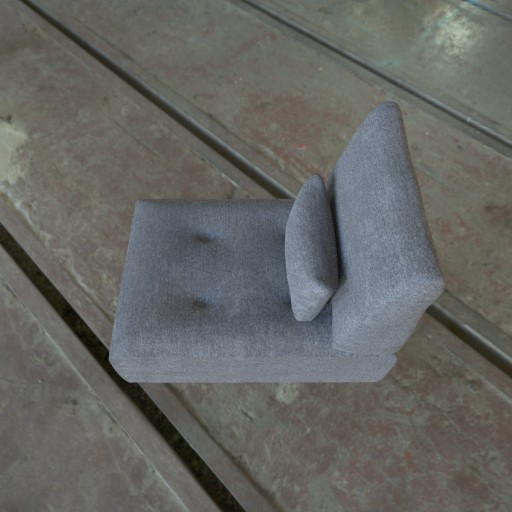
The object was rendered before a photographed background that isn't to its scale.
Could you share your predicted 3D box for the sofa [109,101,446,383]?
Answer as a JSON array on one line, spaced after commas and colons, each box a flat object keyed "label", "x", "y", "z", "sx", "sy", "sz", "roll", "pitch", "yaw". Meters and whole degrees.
[{"label": "sofa", "x": 0.000, "y": 0.000, "z": 1.584, "sx": 1.000, "sy": 0.820, "sz": 0.700, "roll": 0, "pitch": 58, "yaw": 0}]
